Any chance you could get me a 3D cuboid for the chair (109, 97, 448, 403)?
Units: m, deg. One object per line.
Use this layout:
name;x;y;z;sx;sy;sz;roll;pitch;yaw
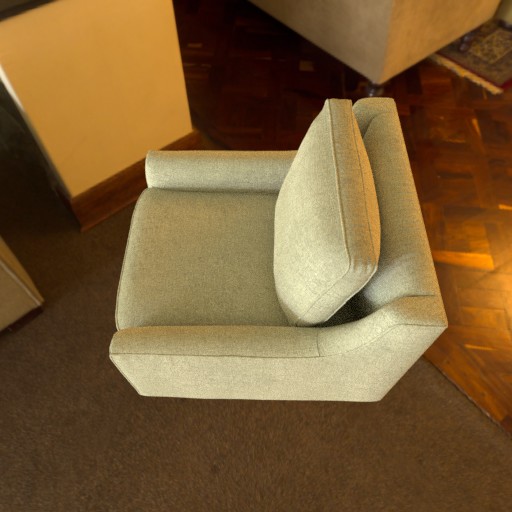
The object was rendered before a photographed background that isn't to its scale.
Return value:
chair;0.000;0.000;1.538;0.918;0.864;0.838;0;58;0
